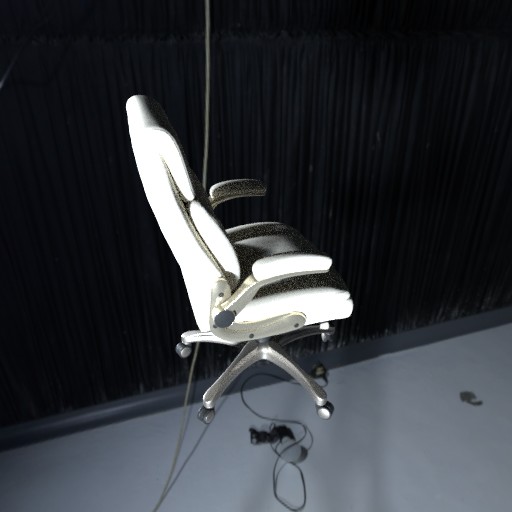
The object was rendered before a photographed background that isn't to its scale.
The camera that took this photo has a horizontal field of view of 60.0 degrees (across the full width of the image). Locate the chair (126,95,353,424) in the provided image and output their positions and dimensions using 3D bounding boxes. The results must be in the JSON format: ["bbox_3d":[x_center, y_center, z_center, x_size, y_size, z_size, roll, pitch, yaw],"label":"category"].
[{"bbox_3d":[0.000,0.000,1.650,0.794,1.110,0.740,-10,31,-17],"label":"chair"}]
